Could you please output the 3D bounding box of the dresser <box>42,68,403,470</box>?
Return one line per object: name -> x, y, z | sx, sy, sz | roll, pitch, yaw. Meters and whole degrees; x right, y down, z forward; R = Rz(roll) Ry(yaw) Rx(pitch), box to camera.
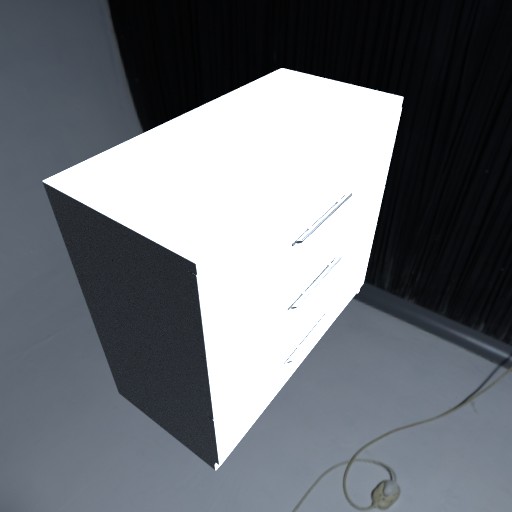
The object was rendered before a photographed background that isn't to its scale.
dresser -> 0.000, 0.000, 1.260 | 0.420, 0.740, 0.830 | 26, 47, 27
